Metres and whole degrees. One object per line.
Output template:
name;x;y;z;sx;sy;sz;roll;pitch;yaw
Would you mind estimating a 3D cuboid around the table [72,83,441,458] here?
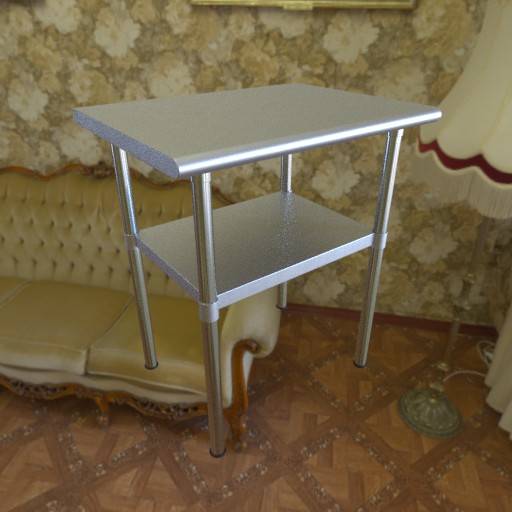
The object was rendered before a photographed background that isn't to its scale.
table;0.000;0.000;1.356;0.762;0.876;0.584;-20;35;-32
